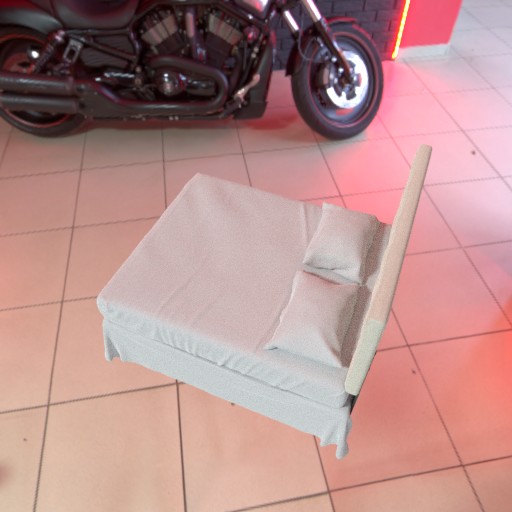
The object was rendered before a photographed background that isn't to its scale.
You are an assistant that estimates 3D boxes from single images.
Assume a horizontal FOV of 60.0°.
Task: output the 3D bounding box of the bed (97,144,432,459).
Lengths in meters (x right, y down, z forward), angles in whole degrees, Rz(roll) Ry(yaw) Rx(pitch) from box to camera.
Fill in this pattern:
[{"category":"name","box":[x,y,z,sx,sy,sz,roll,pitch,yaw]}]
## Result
[{"category":"bed","box":[0.000,0.000,3.498,2.222,1.577,1.936,17,51,15]}]
